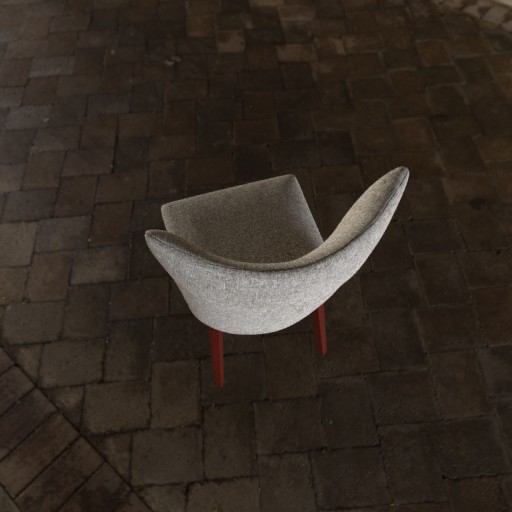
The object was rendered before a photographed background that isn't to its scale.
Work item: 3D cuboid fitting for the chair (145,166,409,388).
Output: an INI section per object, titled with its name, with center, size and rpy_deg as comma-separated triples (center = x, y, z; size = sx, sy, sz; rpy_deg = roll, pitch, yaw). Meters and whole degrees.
[chair]
center = 0.000, 0.000, 1.316
size = 0.535, 0.924, 0.623
rpy_deg = -15, 59, -9
